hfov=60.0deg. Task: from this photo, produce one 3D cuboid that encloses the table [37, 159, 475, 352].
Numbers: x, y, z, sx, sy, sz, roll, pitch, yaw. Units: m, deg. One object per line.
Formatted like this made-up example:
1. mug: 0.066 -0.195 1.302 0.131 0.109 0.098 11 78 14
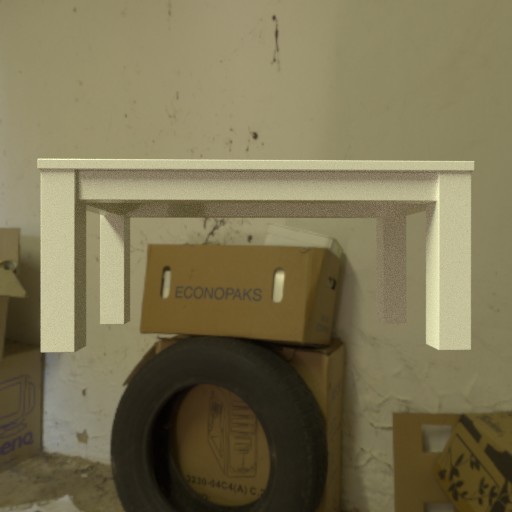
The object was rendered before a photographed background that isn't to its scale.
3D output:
1. table: 0.000 0.000 2.273 1.800 0.790 0.900 0 0 -1
